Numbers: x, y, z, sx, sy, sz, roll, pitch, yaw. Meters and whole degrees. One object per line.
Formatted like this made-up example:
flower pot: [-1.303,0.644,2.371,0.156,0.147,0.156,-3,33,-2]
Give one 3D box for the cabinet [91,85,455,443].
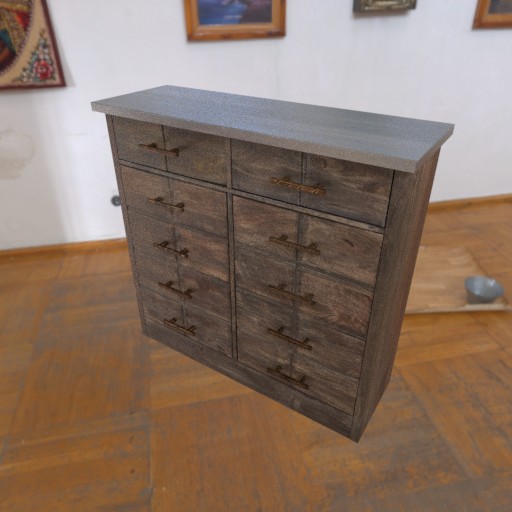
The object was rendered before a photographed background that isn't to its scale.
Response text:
cabinet: [0.000,0.000,1.450,0.968,0.919,0.338,19,36,28]
